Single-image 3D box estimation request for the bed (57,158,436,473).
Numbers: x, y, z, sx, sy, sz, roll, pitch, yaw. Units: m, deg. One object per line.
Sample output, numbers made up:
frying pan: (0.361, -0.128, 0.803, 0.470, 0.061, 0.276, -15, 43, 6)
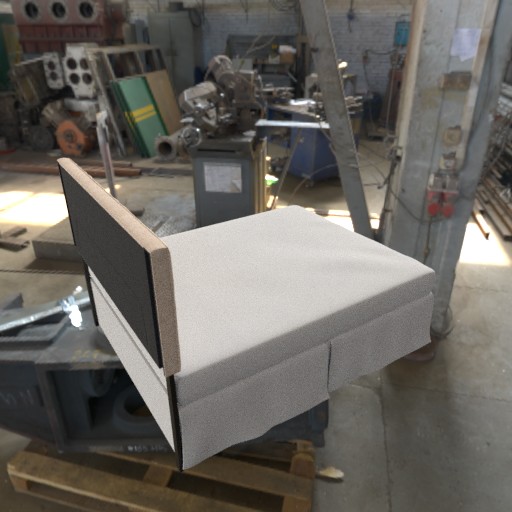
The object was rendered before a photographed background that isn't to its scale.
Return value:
bed: (0.000, 0.000, 2.991, 1.978, 1.270, 1.643, -17, 32, -30)
